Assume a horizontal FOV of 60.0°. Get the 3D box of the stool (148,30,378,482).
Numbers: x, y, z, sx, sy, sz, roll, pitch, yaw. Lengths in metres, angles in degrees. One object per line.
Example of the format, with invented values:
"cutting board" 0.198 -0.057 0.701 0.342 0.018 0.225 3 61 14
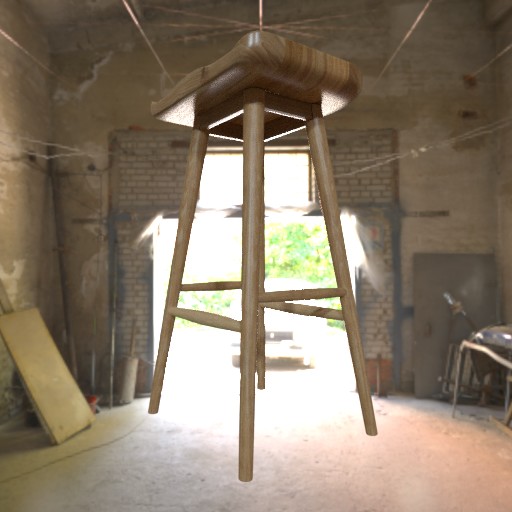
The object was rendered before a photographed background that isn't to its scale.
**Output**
"stool" 0.000 0.000 0.926 0.322 0.698 0.407 0 0 -36
